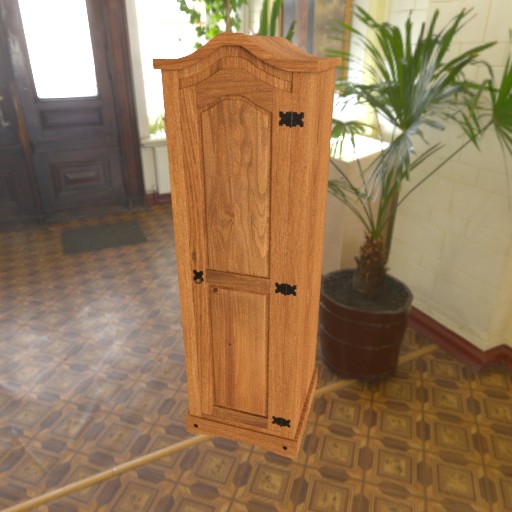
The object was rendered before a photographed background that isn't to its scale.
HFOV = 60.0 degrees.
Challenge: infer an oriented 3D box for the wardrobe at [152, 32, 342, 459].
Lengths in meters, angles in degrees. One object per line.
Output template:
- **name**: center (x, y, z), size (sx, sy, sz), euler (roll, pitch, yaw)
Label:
- **wardrobe**: center (0.000, 0.000, 2.091), size (0.590, 1.870, 0.570), euler (8, 26, 16)
